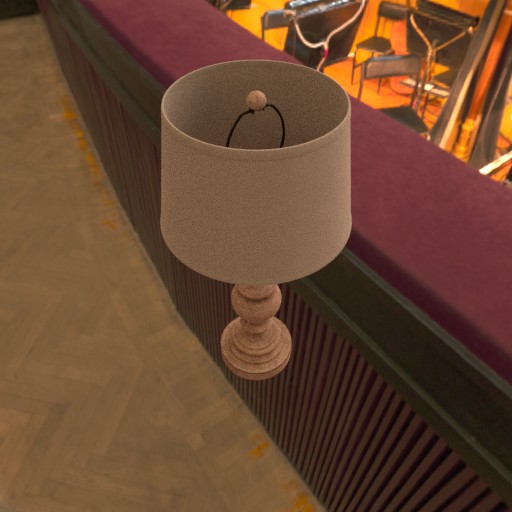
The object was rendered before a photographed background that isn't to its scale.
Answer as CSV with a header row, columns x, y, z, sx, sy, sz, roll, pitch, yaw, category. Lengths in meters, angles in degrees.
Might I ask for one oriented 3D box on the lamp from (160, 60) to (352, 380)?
x,y,z,sx,sy,sz,roll,pitch,yaw,category
0.000,0.000,0.877,0.340,0.678,0.340,0,46,0,lamp
